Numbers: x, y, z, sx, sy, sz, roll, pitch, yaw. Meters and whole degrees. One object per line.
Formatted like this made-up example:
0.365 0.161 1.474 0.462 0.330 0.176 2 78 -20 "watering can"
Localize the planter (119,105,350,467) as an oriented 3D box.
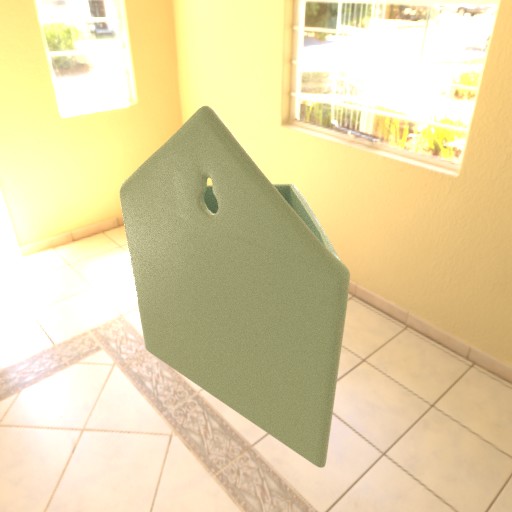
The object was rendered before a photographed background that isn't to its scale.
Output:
0.000 0.000 0.280 0.164 0.197 0.079 23 38 32 "planter"
